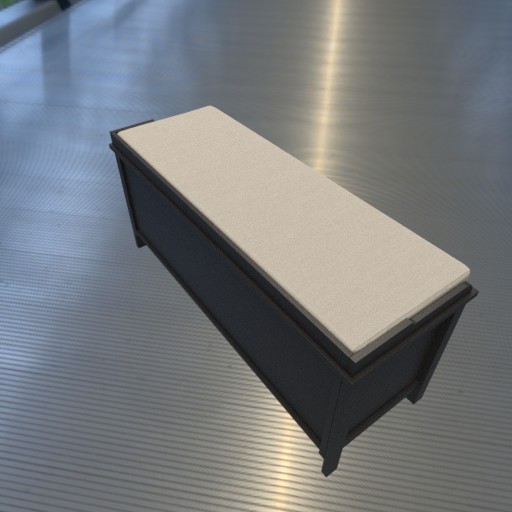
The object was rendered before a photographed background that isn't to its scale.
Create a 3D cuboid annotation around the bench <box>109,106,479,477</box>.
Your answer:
[{"bbox_3d":[0.000,0.000,1.377,0.398,0.501,1.140,-26,48,-26],"label":"bench"}]
